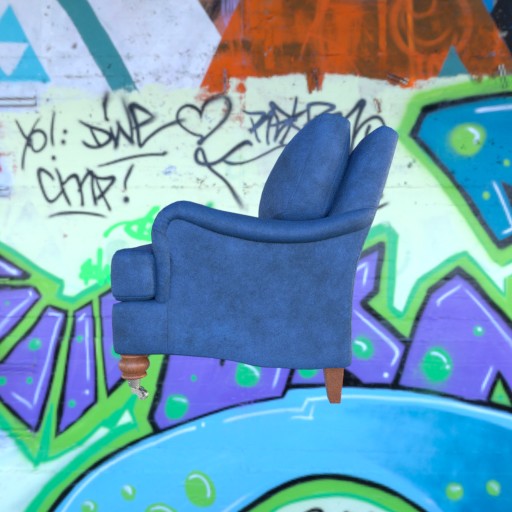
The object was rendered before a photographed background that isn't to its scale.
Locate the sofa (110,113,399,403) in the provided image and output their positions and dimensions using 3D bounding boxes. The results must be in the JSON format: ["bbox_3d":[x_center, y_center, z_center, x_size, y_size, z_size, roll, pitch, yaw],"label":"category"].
[{"bbox_3d":[0.000,0.000,2.506,1.084,1.101,1.853,0,0,1],"label":"sofa"}]
